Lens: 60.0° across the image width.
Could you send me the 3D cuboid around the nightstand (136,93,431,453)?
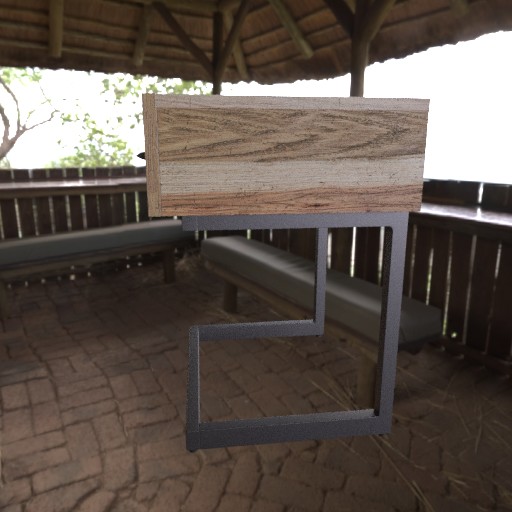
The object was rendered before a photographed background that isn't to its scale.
[{"bbox_3d":[0.000,0.000,1.007,0.481,0.632,0.558,-2,14,-7],"label":"nightstand"}]
